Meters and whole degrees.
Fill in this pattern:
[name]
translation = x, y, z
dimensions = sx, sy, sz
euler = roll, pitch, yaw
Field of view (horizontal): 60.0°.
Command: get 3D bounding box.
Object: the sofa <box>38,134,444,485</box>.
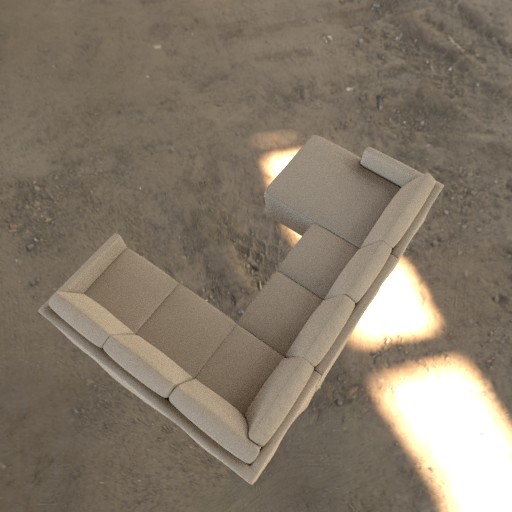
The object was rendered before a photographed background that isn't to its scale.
[sofa]
translation = 0.000, 0.000, 4.574
dimensions = 2.476, 0.878, 3.528
euler = 33, 67, 15
